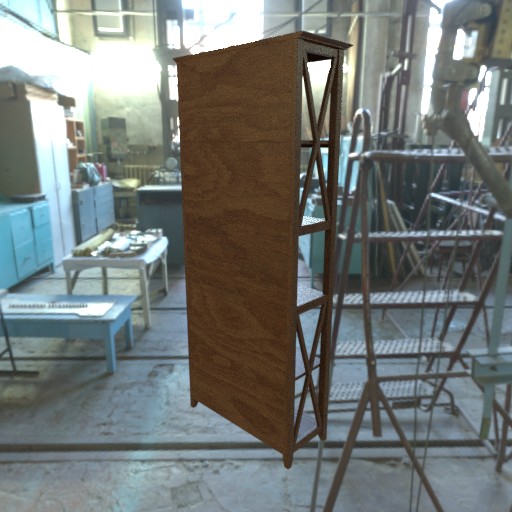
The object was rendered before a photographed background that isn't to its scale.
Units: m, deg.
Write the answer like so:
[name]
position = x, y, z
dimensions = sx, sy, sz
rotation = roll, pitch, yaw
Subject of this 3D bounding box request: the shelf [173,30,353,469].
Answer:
[shelf]
position = 0.000, 0.000, 2.240
dimensions = 0.805, 1.905, 0.335
rotation = 14, 20, 42
